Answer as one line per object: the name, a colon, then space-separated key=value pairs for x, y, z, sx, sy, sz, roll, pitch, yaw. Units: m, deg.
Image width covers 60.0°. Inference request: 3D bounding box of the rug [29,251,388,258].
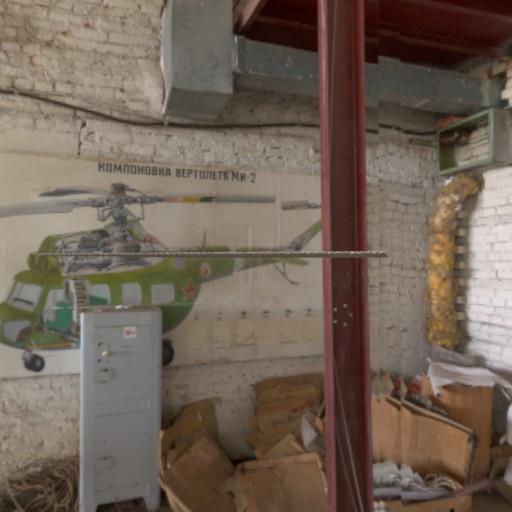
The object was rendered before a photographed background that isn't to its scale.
rug: x=0.000 y=0.000 z=4.018 sx=2.312 sy=0.013 sz=2.940 roll=0 pitch=-1 yaw=17
